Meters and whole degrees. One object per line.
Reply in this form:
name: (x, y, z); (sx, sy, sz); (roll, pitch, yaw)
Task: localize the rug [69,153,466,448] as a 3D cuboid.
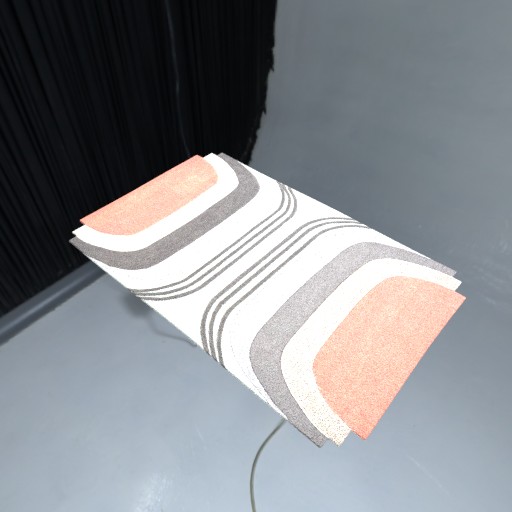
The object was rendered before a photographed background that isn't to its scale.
rug: (0.000, 0.000, 3.010); (2.446, 0.017, 1.530); (32, 53, 28)
